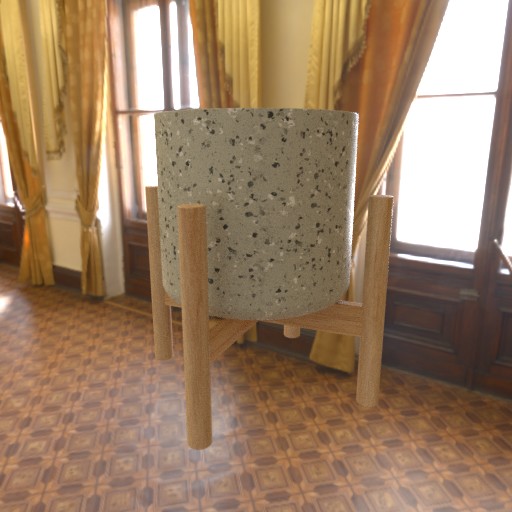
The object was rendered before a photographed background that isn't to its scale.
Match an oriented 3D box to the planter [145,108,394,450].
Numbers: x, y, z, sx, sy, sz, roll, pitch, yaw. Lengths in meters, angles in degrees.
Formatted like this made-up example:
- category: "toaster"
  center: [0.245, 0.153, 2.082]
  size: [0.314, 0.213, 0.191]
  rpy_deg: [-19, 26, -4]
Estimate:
- category: "planter"
  center: [0.000, 0.000, 0.530]
  size: [0.284, 0.320, 0.284]
  rpy_deg: [-13, 19, -42]
